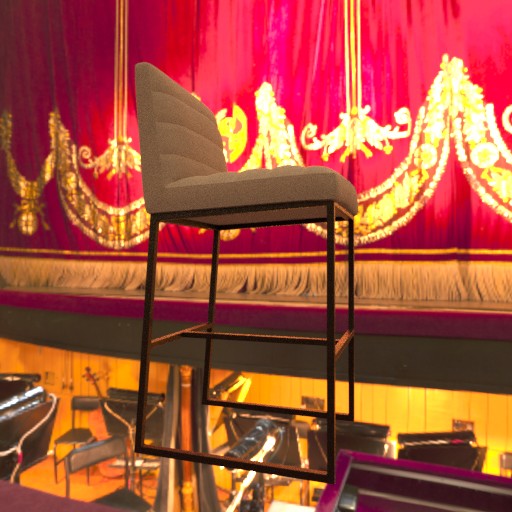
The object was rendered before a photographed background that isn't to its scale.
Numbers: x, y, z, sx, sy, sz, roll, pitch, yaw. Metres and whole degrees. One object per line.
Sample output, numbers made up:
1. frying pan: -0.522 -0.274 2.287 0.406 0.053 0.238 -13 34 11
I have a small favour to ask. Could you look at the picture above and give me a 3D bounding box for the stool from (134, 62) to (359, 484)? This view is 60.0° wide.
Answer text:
1. stool: 0.000 0.000 1.320 0.573 1.061 0.464 0 -1 18
